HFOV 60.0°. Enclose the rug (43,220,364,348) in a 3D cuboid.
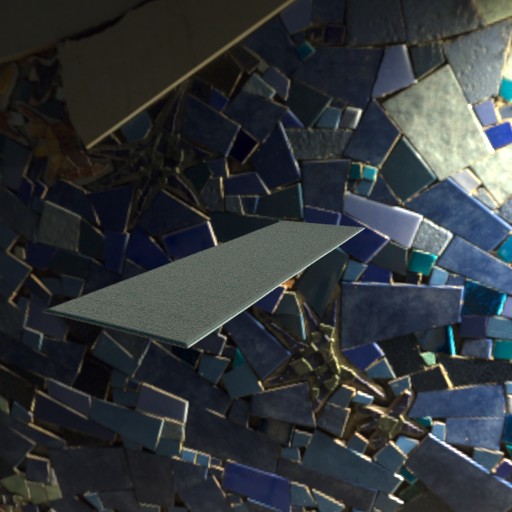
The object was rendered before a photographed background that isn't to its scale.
[{"bbox_3d":[0.000,0.000,2.450,0.662,0.011,2.196,7,16,26],"label":"rug"}]
